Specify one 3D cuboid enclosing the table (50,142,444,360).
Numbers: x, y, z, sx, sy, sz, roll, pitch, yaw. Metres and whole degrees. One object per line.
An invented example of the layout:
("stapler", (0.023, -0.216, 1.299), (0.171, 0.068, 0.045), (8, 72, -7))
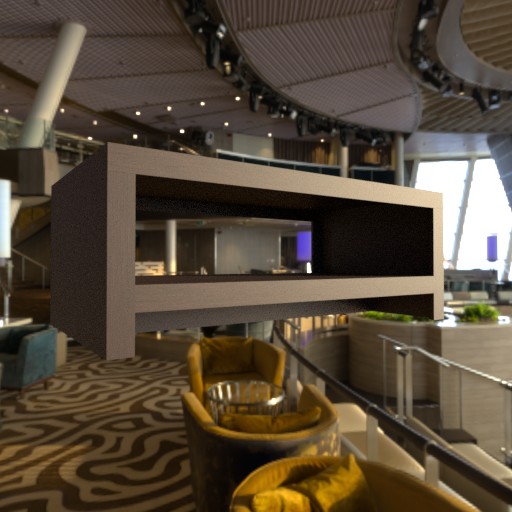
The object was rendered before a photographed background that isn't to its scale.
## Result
("table", (0.000, 0.000, 1.407), (1.099, 0.424, 0.597), (1, -1, -34))
